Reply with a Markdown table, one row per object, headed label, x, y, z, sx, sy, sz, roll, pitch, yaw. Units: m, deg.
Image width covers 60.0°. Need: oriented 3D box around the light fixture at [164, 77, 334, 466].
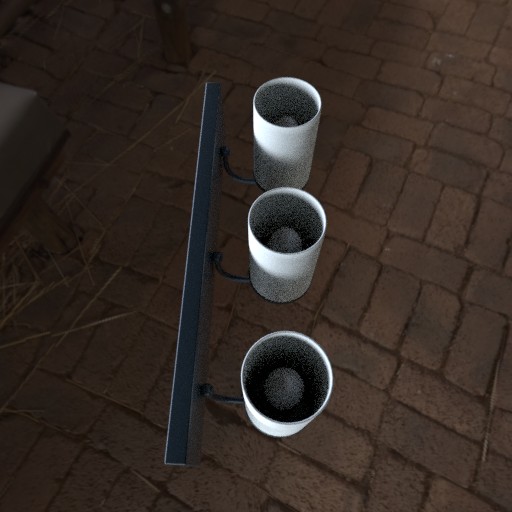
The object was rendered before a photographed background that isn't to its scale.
| label | x | y | z | sx | sy | sz | roll | pitch | yaw |
| --- | --- | --- | --- | --- | --- | --- | --- | --- | --- |
| light fixture | 0.000 | 0.000 | 0.523 | 0.145 | 0.172 | 0.451 | 2 | 64 | 1 |
